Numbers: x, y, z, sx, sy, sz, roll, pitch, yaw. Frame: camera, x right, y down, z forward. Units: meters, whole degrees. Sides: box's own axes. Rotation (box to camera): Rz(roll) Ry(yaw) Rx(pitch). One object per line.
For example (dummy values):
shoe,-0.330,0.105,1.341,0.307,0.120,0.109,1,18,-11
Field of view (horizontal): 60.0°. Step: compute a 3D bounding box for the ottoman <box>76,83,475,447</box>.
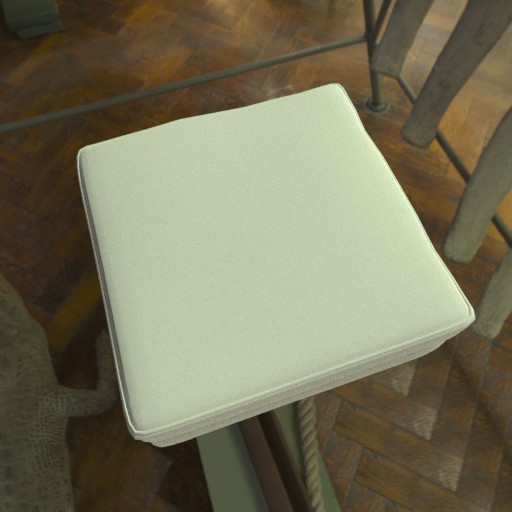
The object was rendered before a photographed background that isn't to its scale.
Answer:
ottoman,0.000,0.000,1.313,0.838,0.479,0.838,-17,65,-8
